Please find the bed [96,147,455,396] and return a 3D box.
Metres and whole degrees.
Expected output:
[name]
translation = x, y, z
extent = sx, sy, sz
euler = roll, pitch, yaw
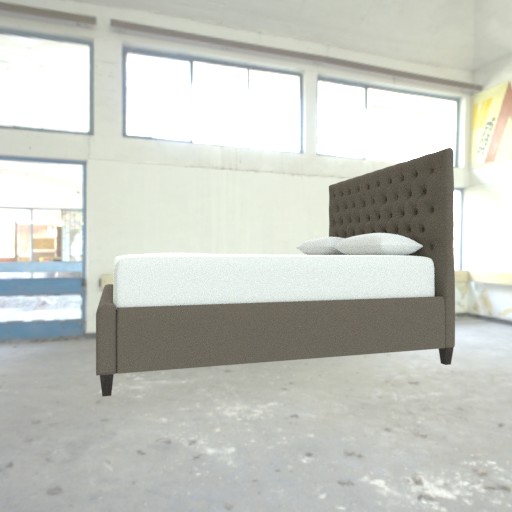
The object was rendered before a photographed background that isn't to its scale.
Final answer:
[bed]
translation = 0.000, 0.000, 3.364
extent = 2.233, 1.426, 1.696
euler = 0, 0, -18
